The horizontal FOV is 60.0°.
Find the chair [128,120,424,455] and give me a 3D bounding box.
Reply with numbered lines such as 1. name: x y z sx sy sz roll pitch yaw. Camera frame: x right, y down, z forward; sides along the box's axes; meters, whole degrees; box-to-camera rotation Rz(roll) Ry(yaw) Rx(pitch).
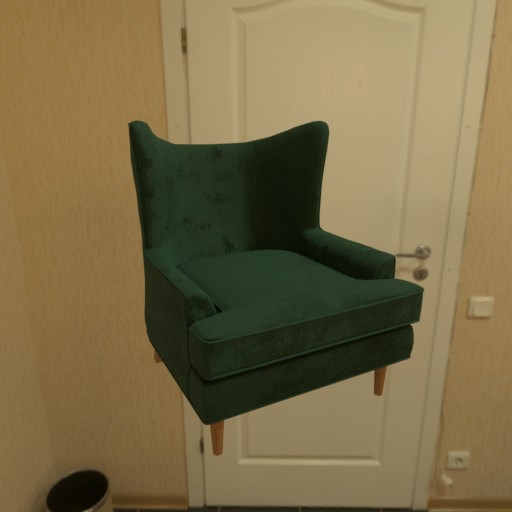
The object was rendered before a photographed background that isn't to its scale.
1. chair: 0.000 0.000 1.625 0.793 0.952 0.910 -9 19 -27
